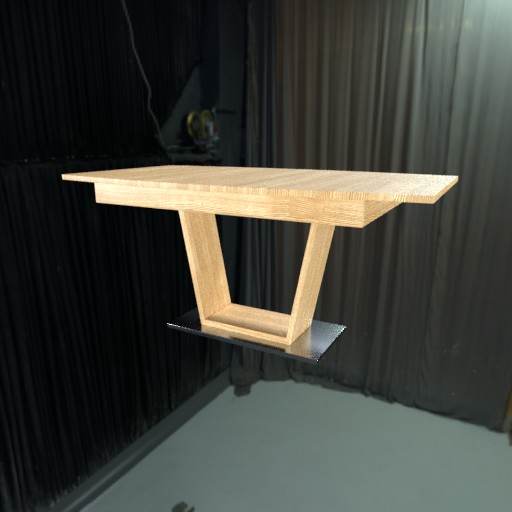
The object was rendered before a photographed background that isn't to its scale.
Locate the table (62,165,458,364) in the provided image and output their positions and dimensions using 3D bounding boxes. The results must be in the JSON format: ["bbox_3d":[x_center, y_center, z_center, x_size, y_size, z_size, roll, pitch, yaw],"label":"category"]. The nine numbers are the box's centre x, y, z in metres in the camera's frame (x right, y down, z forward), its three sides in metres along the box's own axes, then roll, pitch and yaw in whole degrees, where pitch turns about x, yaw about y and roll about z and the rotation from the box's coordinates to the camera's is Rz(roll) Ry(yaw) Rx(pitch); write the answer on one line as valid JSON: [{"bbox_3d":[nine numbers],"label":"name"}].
[{"bbox_3d":[0.000,0.000,2.079,1.598,0.748,0.900,8,17,27],"label":"table"}]
